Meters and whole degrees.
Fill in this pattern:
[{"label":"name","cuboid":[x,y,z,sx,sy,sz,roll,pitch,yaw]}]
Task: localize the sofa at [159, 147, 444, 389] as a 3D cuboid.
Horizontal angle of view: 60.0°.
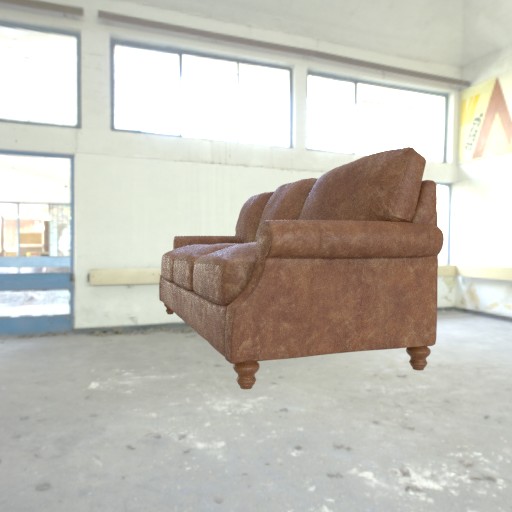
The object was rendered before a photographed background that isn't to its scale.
[{"label":"sofa","cuboid":[0.000,0.000,2.800,0.973,0.977,2.351,0,1,-19]}]
